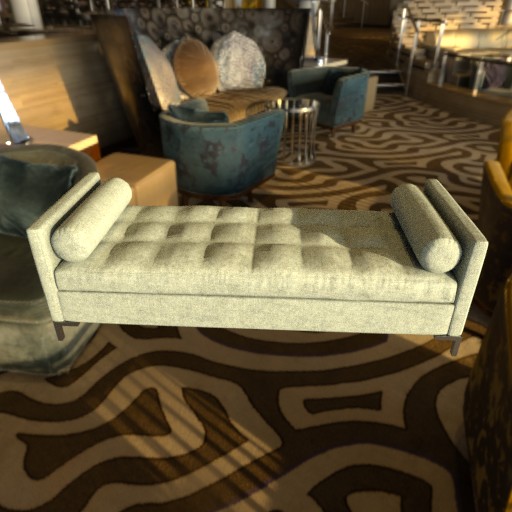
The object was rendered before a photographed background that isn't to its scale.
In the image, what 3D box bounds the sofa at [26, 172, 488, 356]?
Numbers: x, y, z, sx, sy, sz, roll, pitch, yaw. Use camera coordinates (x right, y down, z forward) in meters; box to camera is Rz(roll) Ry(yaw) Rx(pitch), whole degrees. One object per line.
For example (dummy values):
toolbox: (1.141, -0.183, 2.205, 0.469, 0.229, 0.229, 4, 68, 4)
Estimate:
sofa: (0.000, 0.000, 2.459, 2.102, 0.657, 0.797, 2, 30, 3)
